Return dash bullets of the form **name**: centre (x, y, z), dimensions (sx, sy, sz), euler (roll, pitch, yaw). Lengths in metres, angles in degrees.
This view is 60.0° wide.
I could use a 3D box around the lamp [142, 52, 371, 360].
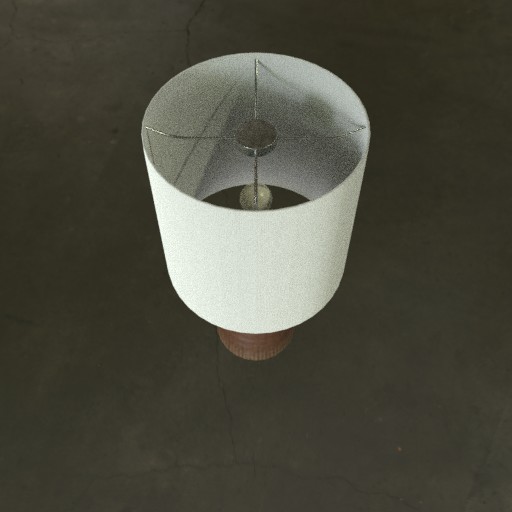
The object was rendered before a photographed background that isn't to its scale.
- **lamp**: centre (0.000, 0.000, 0.477), dimensions (0.186, 0.369, 0.186), euler (0, 58, 0)
